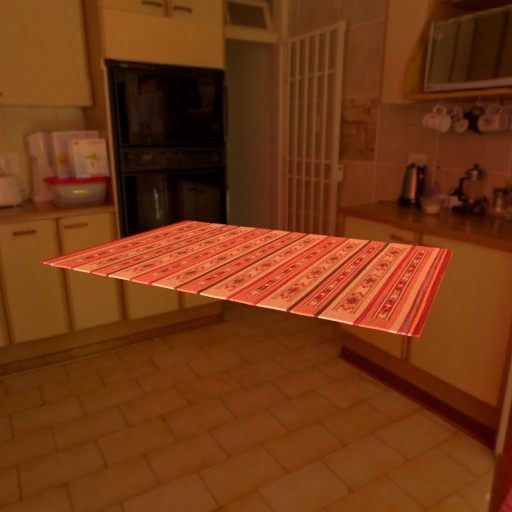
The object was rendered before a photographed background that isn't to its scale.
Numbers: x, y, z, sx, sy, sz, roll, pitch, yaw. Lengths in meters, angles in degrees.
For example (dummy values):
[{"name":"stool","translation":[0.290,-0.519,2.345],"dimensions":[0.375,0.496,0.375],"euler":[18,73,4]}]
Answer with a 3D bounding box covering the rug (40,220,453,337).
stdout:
[{"name":"rug","translation":[0.000,0.000,2.335],"dimensions":[1.817,0.008,1.223],"euler":[8,17,27]}]
